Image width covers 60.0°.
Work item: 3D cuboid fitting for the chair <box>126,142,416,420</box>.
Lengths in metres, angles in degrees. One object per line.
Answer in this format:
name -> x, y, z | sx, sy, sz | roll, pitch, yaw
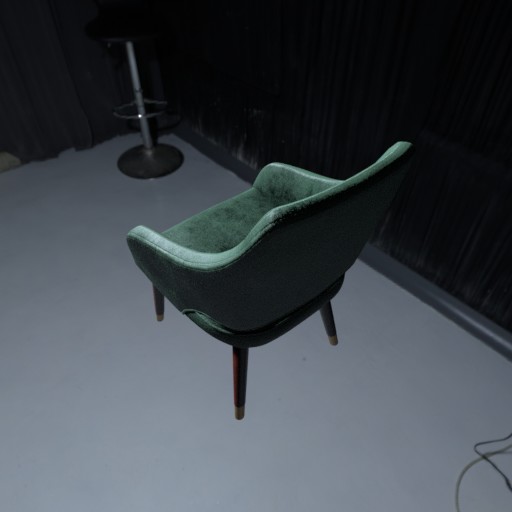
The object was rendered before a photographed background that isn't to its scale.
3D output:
chair -> 0.000, 0.000, 1.587 | 0.683, 1.081, 0.794 | -30, 52, -27
